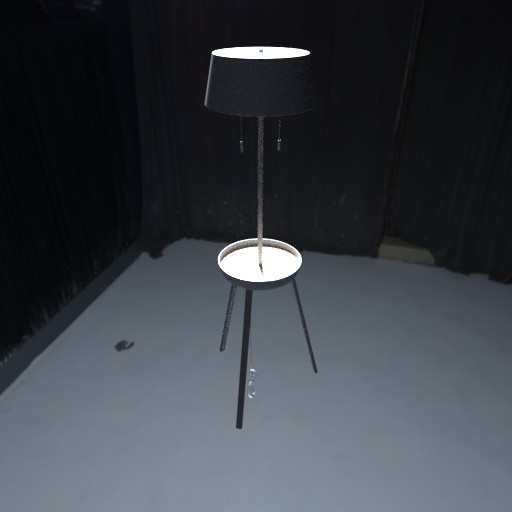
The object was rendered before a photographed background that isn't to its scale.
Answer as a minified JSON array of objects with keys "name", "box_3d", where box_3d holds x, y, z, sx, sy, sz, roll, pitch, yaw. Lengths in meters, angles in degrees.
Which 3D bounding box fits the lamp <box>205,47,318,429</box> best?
[{"name":"lamp","box_3d":[0.000,0.000,1.690,0.508,1.429,0.468,9,32,15]}]
